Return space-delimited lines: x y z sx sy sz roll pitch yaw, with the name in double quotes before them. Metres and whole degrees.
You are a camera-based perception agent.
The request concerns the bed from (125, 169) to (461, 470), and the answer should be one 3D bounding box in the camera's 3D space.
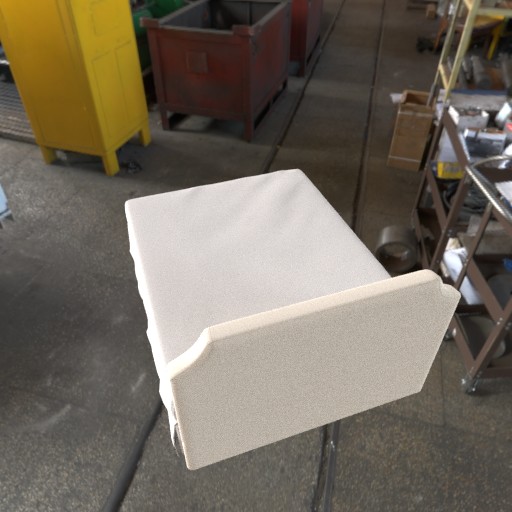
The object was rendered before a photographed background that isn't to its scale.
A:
"bed" 0.000 0.000 3.646 1.977 1.293 2.498 -13 43 -15
